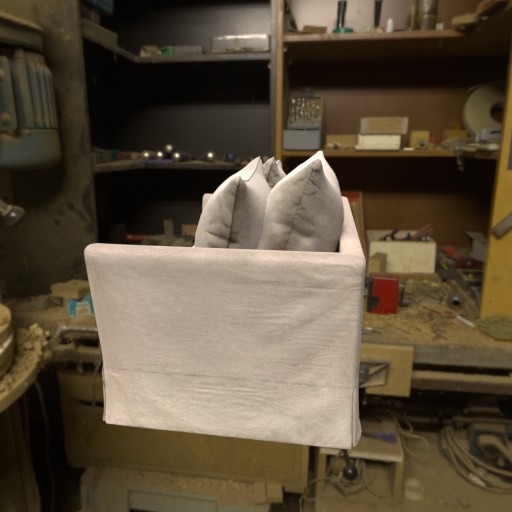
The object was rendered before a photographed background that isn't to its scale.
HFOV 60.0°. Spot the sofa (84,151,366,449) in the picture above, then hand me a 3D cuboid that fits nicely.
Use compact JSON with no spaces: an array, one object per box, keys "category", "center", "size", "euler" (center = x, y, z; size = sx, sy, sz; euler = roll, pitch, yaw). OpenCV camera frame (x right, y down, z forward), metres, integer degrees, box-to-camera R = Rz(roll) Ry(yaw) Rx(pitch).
[{"category":"sofa","center":[0.000,0.000,2.281],"size":[1.035,1.040,1.608],"euler":[2,15,9]}]
